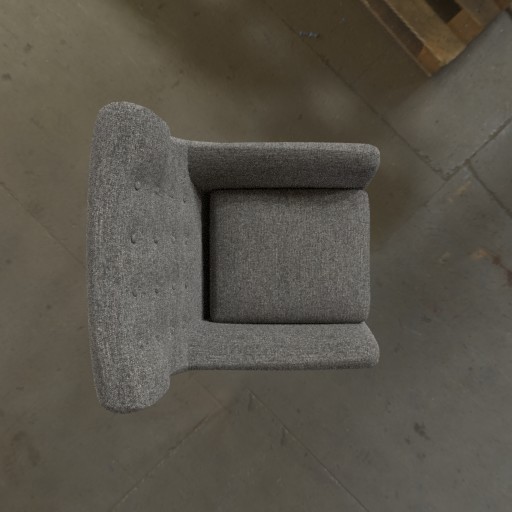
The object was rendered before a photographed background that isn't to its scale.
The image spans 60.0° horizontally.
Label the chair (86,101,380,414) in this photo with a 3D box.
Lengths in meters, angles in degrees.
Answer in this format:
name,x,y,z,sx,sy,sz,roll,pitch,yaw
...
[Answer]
name,x,y,z,sx,sy,sz,roll,pitch,yaw
chair,0.000,0.000,1.721,0.940,1.039,0.889,0,91,1
